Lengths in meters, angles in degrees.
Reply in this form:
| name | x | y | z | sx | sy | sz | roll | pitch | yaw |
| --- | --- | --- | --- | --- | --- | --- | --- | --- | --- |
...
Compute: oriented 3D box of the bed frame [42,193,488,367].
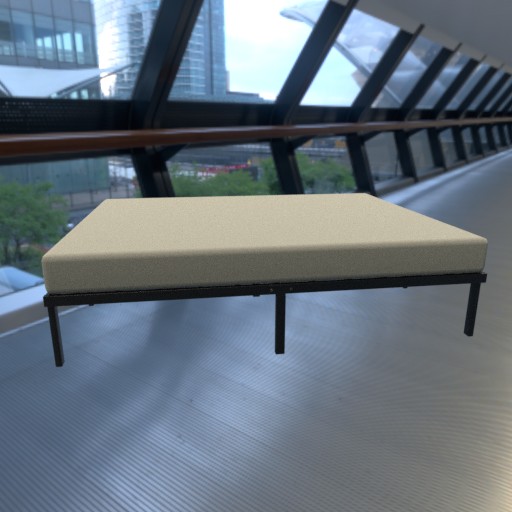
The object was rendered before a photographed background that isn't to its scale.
| name | x | y | z | sx | sy | sz | roll | pitch | yaw |
| --- | --- | --- | --- | --- | --- | --- | --- | --- | --- |
| bed frame | 0.000 | 0.000 | 3.548 | 2.635 | 0.680 | 1.990 | -2 | 16 | -8 |
